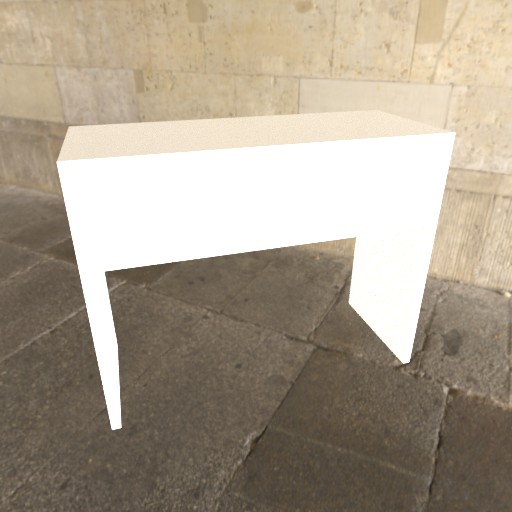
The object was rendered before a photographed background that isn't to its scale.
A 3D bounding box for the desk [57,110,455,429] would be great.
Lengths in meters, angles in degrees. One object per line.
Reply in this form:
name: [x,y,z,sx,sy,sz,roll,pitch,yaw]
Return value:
desk: [0.000,0.000,1.413,1.000,0.790,0.400,-8,28,-15]
